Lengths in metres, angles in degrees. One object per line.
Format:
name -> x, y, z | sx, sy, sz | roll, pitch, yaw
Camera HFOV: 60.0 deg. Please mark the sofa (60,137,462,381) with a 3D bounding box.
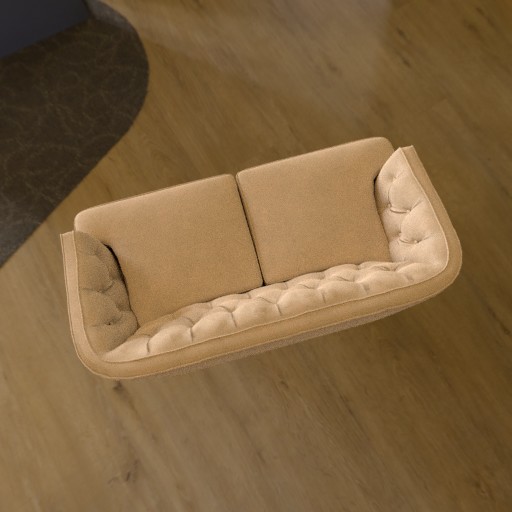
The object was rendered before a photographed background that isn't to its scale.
sofa -> 0.000, 0.000, 2.282 | 1.731, 0.878, 0.940 | -15, 76, -4
